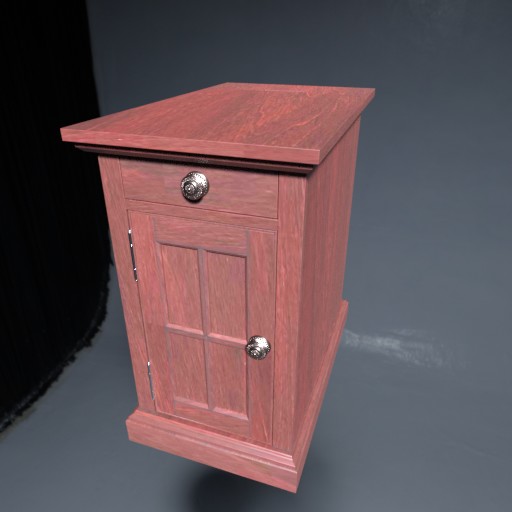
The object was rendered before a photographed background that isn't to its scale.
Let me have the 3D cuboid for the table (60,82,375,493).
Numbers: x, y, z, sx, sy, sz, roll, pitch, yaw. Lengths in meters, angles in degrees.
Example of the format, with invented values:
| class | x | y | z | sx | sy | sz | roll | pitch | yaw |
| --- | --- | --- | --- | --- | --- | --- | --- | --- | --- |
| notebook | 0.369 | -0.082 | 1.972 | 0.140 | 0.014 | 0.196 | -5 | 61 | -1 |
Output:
| class | x | y | z | sx | sy | sz | roll | pitch | yaw |
| --- | --- | --- | --- | --- | --- | --- | --- | --- | --- |
| table | 0.000 | 0.000 | 0.931 | 0.356 | 0.612 | 0.584 | 9 | 29 | 17 |
